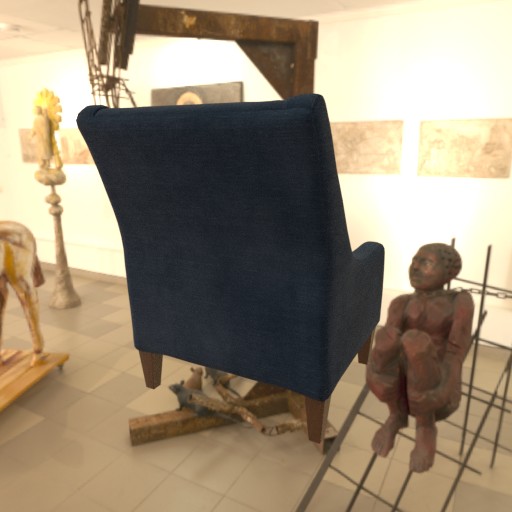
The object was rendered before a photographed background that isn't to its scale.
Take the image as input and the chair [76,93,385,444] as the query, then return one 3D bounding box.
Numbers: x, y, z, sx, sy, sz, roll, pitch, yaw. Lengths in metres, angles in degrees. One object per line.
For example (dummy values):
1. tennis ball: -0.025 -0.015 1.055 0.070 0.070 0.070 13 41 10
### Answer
1. chair: 0.000 0.000 1.608 0.774 1.014 0.870 8 16 27
